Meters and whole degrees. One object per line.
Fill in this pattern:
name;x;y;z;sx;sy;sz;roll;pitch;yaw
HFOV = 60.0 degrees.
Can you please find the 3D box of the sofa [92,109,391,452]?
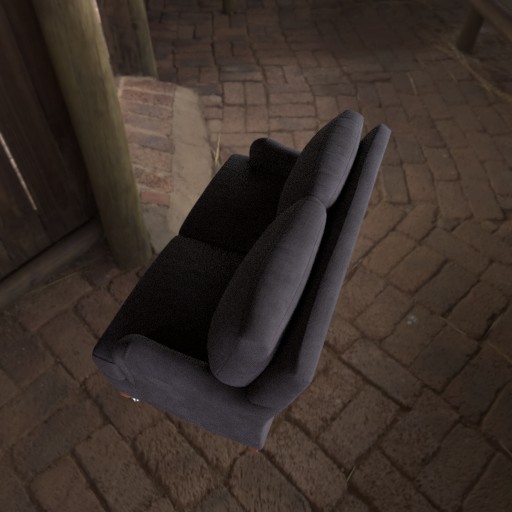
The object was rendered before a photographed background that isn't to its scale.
sofa;0.000;0.000;2.570;1.084;1.101;1.853;16;50;14
